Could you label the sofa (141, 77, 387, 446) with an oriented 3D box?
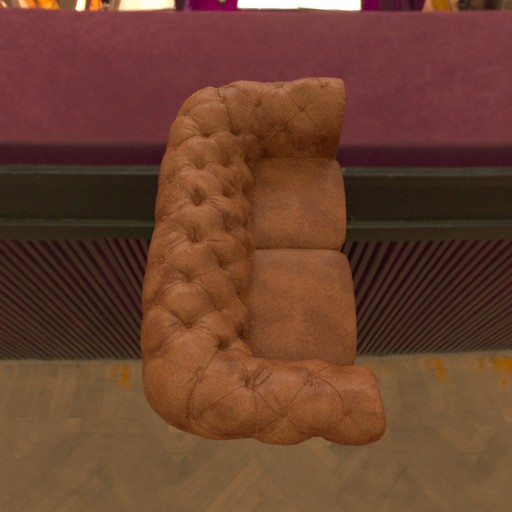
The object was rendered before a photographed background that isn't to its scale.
[{"bbox_3d":[0.000,0.000,2.458,1.042,0.877,1.979,1,62,0],"label":"sofa"}]
